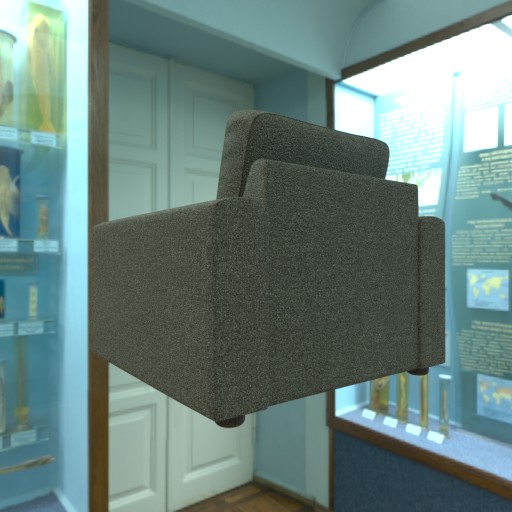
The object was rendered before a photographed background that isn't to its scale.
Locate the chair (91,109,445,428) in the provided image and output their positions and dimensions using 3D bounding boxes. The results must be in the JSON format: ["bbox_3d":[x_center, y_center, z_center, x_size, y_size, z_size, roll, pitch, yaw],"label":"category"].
[{"bbox_3d":[0.000,0.000,1.744,1.005,0.873,1.016,0,0,-37],"label":"chair"}]
